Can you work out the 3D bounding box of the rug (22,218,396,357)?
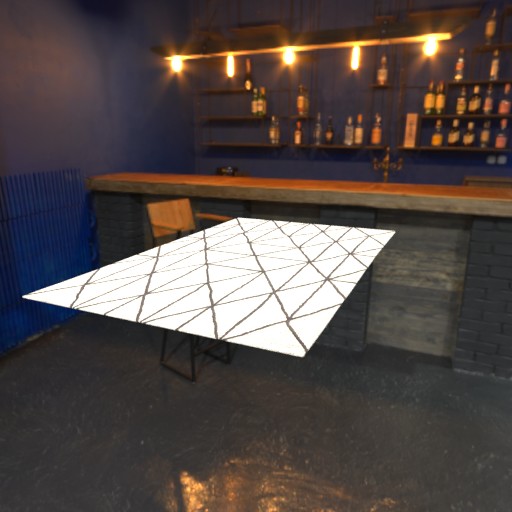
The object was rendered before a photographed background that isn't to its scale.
[{"bbox_3d":[0.000,0.000,3.057,1.526,0.008,2.465,7,17,24],"label":"rug"}]
